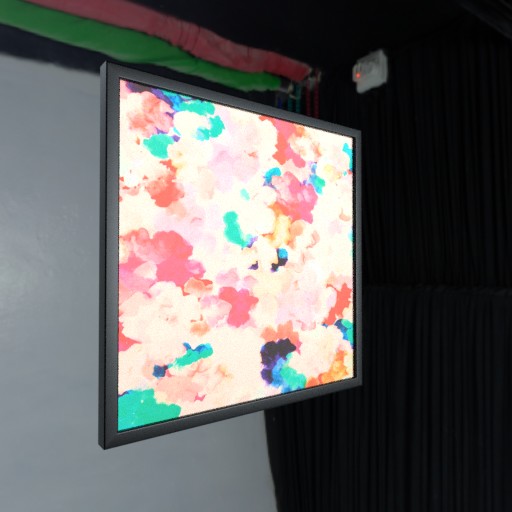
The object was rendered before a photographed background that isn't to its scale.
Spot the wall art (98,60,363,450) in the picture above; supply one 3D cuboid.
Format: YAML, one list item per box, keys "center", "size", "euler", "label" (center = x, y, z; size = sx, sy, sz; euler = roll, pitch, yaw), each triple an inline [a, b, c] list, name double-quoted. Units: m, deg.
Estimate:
- center: [0.000, 0.000, 1.099]
  size: [0.756, 0.755, 0.036]
  euler: [1, -1, -37]
  label: "wall art"
